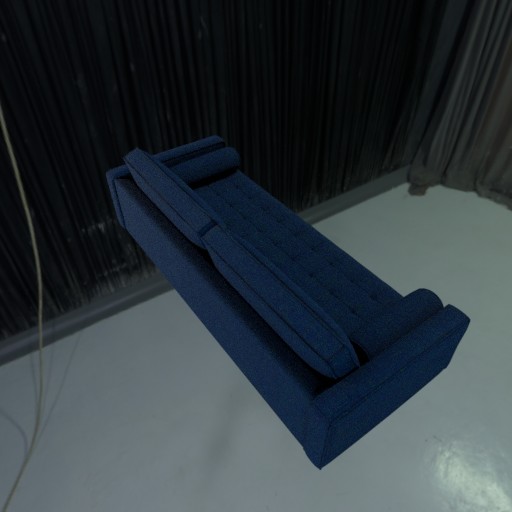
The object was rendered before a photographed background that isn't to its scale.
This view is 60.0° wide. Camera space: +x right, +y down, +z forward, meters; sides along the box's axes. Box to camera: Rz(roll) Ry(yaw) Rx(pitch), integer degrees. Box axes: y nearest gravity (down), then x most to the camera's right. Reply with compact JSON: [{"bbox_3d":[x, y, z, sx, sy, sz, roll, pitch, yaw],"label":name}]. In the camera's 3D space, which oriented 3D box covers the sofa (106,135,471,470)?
[{"bbox_3d":[0.000,0.000,2.631,0.914,0.762,2.210,-26,49,-26],"label":"sofa"}]
